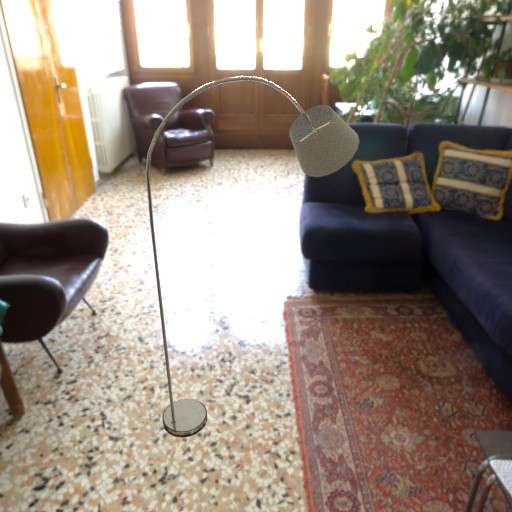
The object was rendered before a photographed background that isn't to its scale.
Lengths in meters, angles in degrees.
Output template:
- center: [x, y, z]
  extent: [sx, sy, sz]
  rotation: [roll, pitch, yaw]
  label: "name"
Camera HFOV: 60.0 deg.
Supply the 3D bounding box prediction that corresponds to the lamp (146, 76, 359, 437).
- center: [0.000, 0.000, 2.776]
  extent: [1.445, 2.098, 0.406]
  rotation: [-18, 32, -31]
  label: "lamp"
